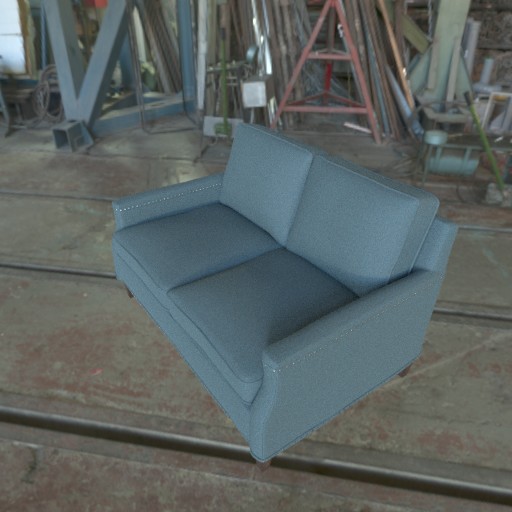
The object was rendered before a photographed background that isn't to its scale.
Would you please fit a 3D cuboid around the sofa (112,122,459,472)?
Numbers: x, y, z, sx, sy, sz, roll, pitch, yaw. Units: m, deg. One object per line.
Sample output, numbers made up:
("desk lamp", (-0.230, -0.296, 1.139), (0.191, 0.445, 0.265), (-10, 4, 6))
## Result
("sofa", (0.000, 0.000, 2.326), (1.084, 1.003, 1.597), (-21, 38, -29))
